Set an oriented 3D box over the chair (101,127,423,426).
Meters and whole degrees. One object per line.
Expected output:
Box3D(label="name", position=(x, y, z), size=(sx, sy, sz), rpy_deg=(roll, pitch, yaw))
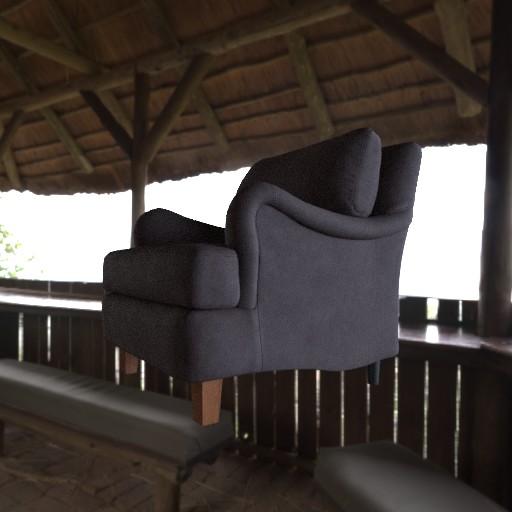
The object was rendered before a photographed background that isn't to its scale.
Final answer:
Box3D(label="chair", position=(0.000, 0.000, 1.857), size=(1.070, 0.997, 0.955), rpy_deg=(0, 0, -34))
